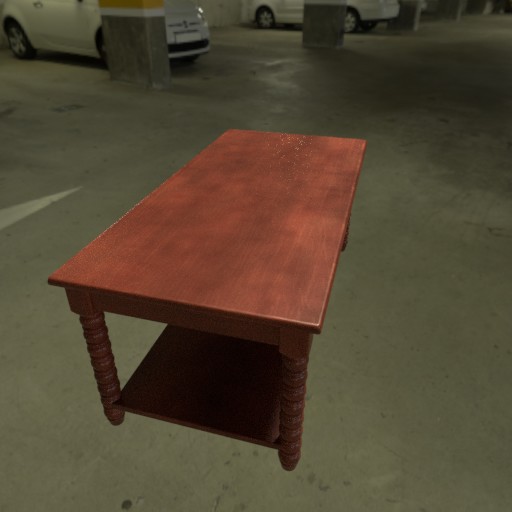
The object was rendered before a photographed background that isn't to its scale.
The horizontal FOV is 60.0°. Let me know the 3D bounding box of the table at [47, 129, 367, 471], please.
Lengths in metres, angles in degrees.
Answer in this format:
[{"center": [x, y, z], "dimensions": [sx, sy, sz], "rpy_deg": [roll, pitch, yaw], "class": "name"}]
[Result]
[{"center": [0.000, 0.000, 1.451], "dimensions": [0.580, 0.485, 1.171], "rpy_deg": [8, 32, 14], "class": "table"}]
